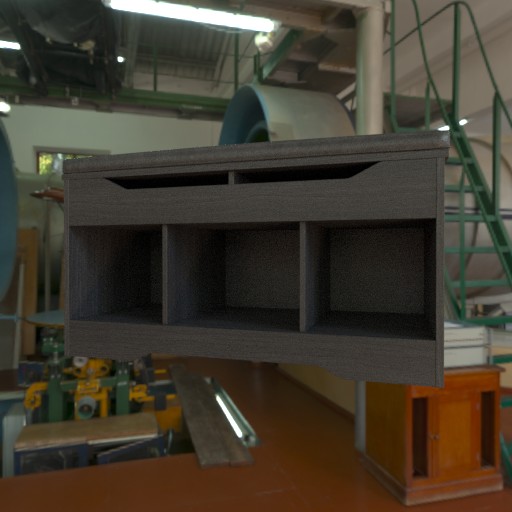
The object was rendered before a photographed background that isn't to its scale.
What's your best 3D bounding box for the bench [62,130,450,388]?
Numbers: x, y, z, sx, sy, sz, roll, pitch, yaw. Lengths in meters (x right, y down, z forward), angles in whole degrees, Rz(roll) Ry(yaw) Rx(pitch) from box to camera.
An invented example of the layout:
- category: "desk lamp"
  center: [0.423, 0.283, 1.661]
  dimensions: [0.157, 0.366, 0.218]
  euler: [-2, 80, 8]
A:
- category: "bench"
  center: [0.000, 0.000, 1.172]
  dimensions: [0.905, 0.501, 0.401]
  euler: [0, 1, 18]
